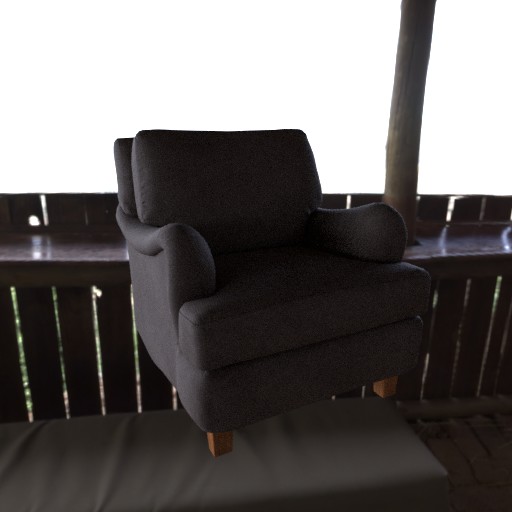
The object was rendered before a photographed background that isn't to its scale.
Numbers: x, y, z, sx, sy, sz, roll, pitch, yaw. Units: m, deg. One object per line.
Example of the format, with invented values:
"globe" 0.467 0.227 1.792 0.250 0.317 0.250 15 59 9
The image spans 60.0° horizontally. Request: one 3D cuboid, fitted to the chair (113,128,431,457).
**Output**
"chair" 0.000 0.000 1.810 0.955 0.997 1.070 -8 18 -26
